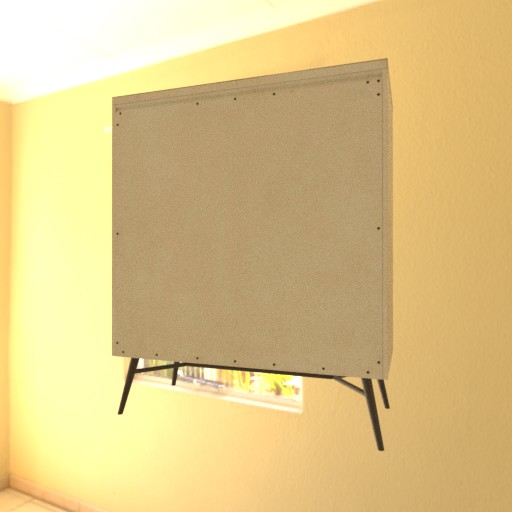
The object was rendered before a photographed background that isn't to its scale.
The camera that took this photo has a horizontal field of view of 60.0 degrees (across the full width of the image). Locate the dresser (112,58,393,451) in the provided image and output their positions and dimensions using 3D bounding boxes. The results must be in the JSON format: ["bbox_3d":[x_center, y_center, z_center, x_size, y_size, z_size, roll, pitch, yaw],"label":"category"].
[{"bbox_3d":[0.000,0.000,1.746,1.016,1.219,0.457,0,0,19],"label":"dresser"}]
